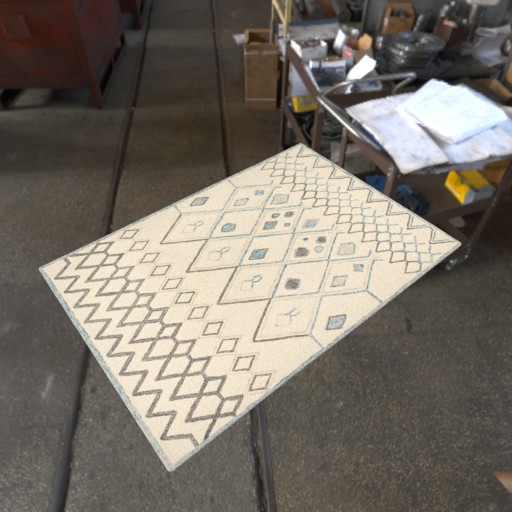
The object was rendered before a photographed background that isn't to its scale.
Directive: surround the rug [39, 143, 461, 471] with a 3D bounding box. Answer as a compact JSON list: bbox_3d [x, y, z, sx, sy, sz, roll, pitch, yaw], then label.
[{"bbox_3d":[0.000,0.000,2.307,1.820,0.009,1.260,-31,54,-26],"label":"rug"}]
